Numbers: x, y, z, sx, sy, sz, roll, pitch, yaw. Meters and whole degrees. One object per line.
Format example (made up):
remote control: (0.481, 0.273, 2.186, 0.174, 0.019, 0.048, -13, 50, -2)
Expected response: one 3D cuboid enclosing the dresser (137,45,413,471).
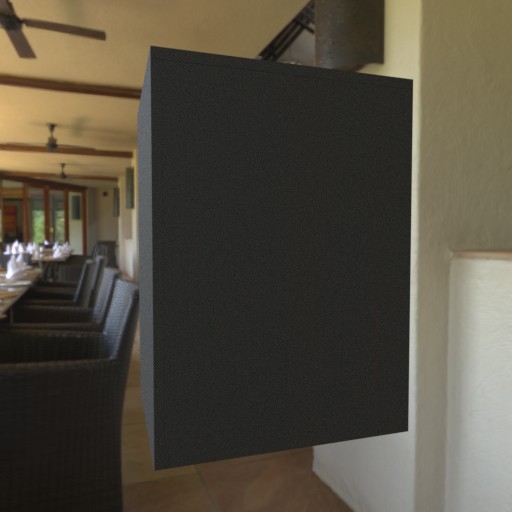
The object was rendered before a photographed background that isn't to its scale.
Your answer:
dresser: (0.000, 0.000, 0.813, 0.400, 0.560, 0.360, -1, 2, -18)
